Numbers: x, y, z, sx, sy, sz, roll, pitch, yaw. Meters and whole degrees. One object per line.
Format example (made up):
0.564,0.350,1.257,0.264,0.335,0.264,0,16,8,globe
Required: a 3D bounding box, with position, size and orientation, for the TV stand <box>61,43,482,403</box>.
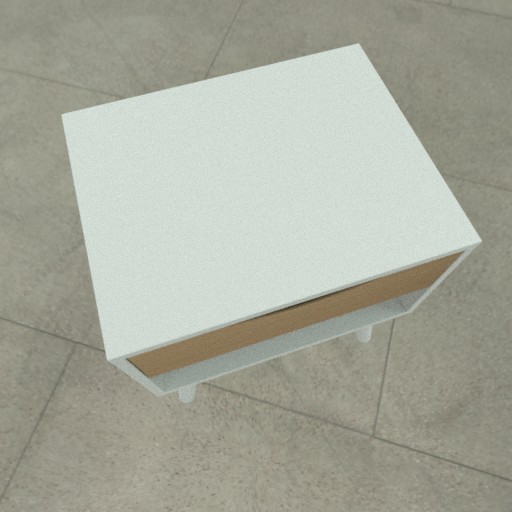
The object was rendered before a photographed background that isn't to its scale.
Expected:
0.000,0.000,0.897,0.508,0.559,0.405,-17,66,-8,TV stand
